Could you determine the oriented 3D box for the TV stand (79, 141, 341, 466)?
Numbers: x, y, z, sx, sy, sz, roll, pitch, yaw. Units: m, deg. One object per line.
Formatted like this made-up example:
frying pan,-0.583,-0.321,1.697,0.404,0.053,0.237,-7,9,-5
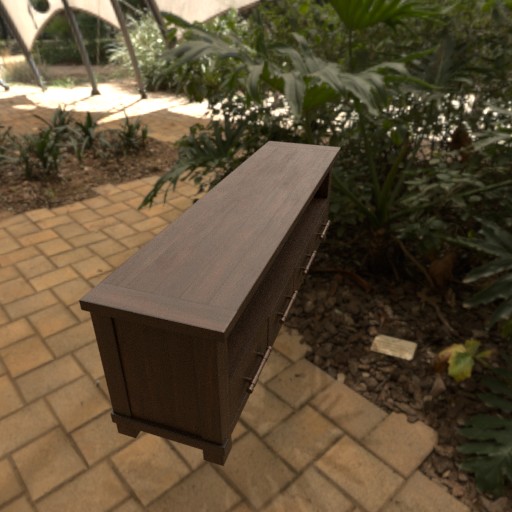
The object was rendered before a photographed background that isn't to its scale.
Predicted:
TV stand,0.000,0.000,2.153,0.471,0.615,1.866,10,31,16
